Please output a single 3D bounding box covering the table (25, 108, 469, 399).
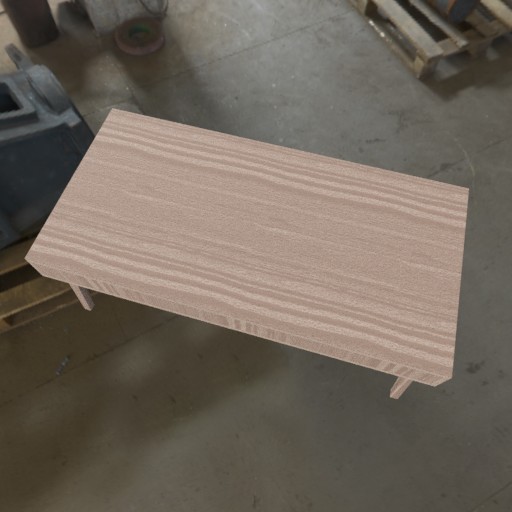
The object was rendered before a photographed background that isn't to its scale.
[{"bbox_3d":[0.000,0.000,1.517,1.200,0.450,0.600,15,64,7],"label":"table"}]
